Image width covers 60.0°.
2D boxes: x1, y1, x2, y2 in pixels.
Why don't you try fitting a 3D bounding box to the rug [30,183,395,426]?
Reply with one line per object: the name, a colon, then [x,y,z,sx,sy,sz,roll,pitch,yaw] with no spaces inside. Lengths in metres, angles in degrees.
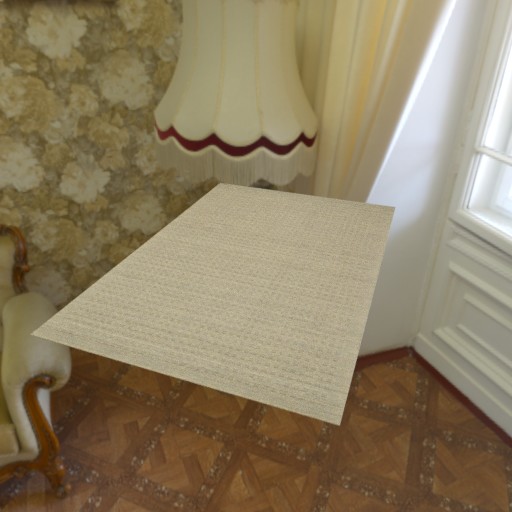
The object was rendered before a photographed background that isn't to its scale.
rug: [0.000,0.000,3.693,1.981,0.006,2.895,11,32,18]
